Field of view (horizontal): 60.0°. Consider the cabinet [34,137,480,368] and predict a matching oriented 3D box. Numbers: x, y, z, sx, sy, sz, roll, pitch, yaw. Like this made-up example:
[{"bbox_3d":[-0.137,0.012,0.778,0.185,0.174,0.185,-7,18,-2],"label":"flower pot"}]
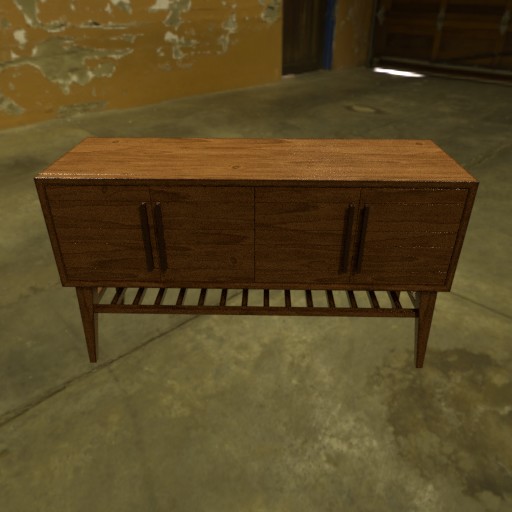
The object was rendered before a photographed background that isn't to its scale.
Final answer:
[{"bbox_3d":[0.000,0.000,1.751,1.363,0.802,0.477,1,30,1],"label":"cabinet"}]
